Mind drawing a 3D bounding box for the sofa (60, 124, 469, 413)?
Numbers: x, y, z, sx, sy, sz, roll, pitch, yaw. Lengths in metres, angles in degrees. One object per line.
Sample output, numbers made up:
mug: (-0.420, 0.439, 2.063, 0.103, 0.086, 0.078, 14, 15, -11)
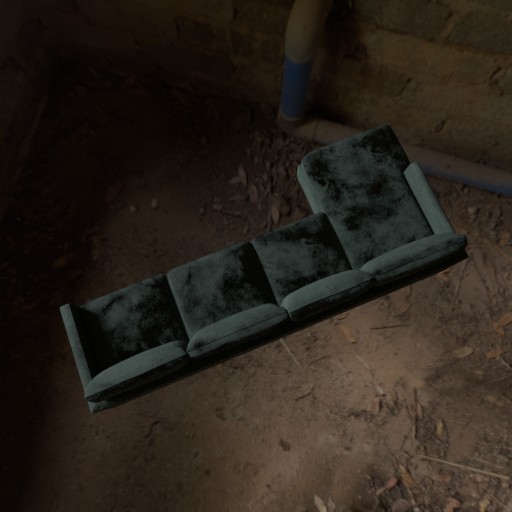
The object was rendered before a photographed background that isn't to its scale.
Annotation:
sofa: (0.000, 0.000, 4.011, 3.400, 0.967, 1.500, -22, 77, -5)
